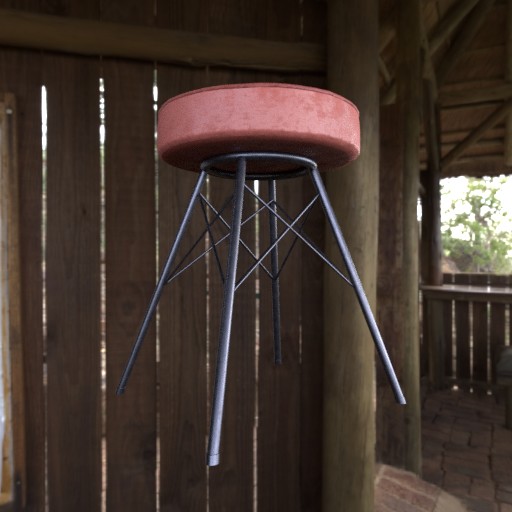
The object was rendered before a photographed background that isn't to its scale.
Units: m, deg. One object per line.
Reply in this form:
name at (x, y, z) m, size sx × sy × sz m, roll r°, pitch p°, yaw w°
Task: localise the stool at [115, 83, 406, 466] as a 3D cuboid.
stool at (0.000, 0.000, 0.923) m, size 0.457 × 0.593 × 0.421 m, roll 0°, pitch 0°, yaw -36°
